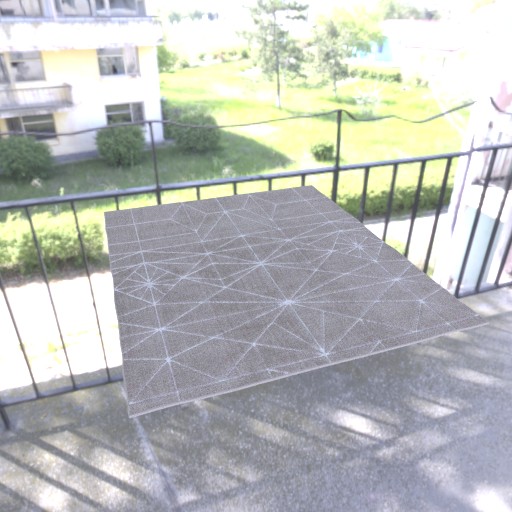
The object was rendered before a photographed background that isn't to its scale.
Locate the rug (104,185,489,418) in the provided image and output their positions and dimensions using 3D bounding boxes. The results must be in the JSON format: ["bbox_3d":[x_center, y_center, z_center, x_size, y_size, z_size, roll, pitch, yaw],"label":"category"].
[{"bbox_3d":[0.000,0.000,0.872,0.548,0.006,0.639,-10,31,-17],"label":"rug"}]
